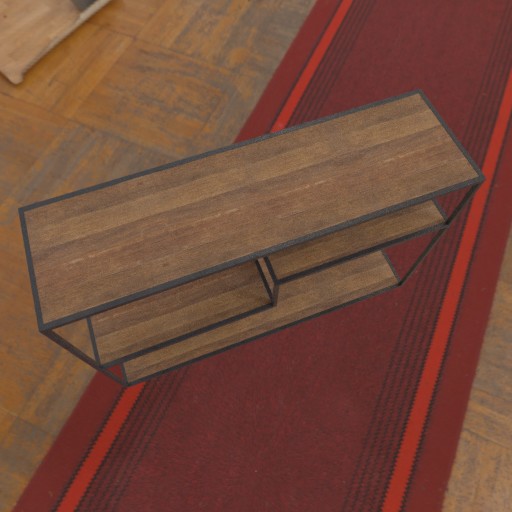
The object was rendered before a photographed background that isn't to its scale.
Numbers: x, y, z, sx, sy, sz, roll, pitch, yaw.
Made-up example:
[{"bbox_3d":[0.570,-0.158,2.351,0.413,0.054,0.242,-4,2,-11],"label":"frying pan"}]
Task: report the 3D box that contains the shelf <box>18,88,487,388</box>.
[{"bbox_3d":[0.000,0.000,1.522,1.201,0.765,0.361,-19,66,-9],"label":"shelf"}]
